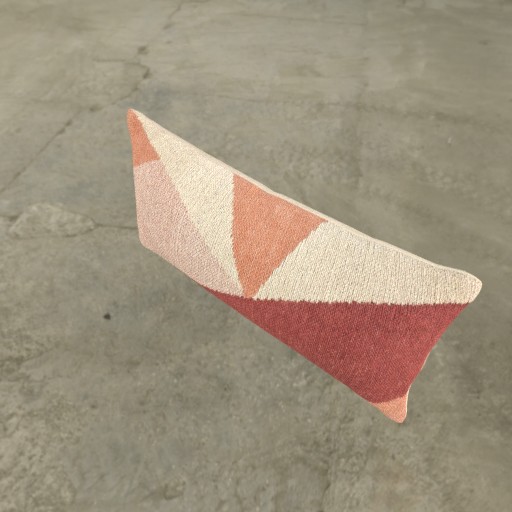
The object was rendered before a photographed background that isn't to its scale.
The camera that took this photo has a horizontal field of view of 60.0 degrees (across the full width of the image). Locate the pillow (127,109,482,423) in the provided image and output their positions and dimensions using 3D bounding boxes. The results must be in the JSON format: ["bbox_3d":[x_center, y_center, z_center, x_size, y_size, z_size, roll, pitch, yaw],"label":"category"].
[{"bbox_3d":[0.000,0.000,0.708,0.609,0.292,0.155,31,54,26],"label":"pillow"}]
